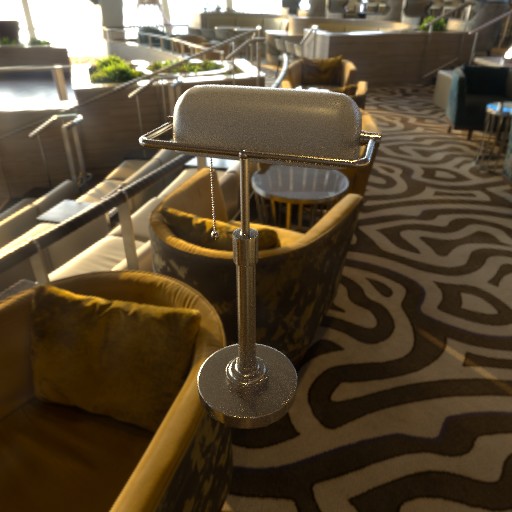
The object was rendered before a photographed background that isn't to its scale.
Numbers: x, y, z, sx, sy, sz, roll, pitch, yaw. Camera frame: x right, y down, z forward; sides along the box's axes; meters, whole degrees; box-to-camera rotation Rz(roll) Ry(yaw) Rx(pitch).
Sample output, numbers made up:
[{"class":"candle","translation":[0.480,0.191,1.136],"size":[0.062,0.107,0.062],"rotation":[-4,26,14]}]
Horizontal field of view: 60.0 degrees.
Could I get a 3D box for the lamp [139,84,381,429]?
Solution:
[{"class":"lamp","translation":[0.000,0.000,0.581],"size":[0.269,0.404,0.227],"rotation":[9,32,15]}]
